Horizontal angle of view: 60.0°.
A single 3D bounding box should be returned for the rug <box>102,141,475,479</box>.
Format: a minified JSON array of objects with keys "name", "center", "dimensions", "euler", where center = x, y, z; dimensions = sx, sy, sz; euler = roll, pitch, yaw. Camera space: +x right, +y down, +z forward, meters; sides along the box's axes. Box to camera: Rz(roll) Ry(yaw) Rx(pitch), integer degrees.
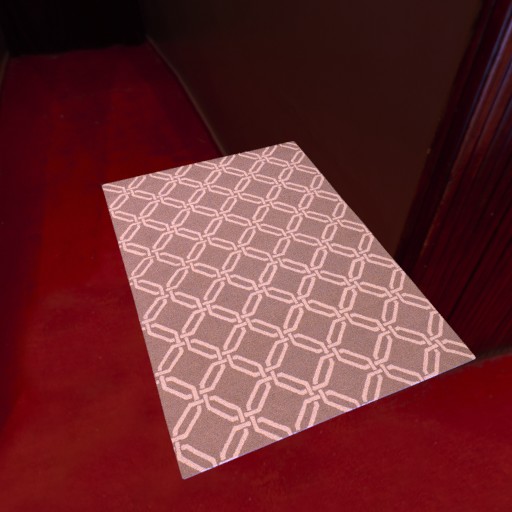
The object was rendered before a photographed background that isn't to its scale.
[{"name":"rug","center":[0.000,0.000,4.330],"dimensions":[2.441,0.020,3.419],"euler":[-17,49,-15]}]
